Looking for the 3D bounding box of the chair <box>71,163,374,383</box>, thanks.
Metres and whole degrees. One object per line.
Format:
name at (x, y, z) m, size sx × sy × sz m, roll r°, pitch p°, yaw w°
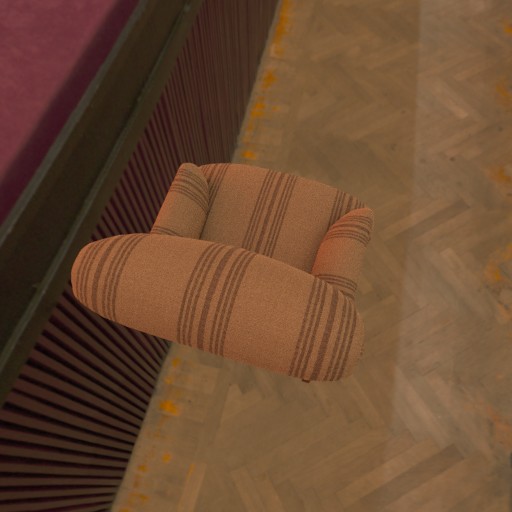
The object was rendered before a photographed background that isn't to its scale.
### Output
chair at (0.000, 0.000, 1.613) m, size 0.813 × 0.940 × 0.914 m, roll 15°, pitch 64°, yaw 8°
